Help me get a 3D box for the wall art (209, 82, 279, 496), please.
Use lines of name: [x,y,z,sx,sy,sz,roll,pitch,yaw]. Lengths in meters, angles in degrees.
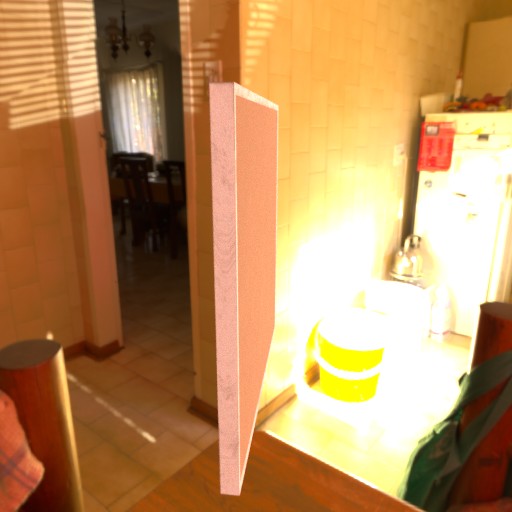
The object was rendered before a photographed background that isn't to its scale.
wall art: [0.000,0.000,1.125,0.038,0.757,0.760,2,16,7]
